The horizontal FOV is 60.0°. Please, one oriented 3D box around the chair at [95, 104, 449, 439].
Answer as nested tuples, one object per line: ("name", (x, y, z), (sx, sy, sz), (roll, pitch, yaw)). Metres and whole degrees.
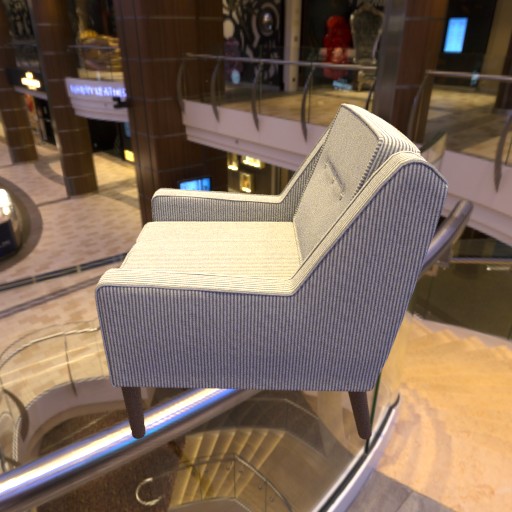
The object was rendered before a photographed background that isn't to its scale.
("chair", (0.000, 0.000, 1.278), (0.743, 0.792, 0.663), (0, 27, 0))
